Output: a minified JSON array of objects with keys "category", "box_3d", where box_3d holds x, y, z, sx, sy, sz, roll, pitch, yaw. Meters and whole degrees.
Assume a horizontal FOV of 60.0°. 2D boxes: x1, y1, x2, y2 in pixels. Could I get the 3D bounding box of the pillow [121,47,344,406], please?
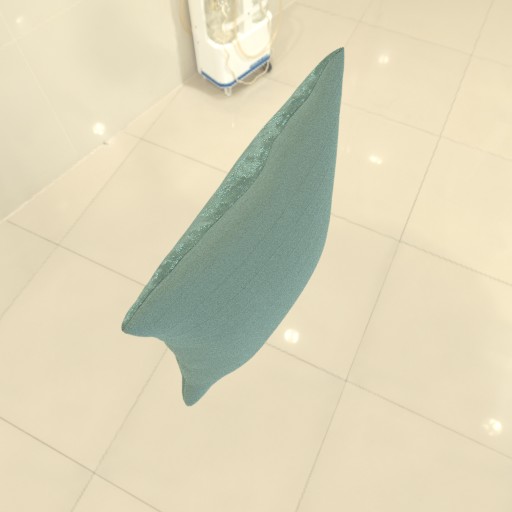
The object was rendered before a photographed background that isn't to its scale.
[{"category":"pillow","box_3d":[0.000,0.000,0.714,0.175,0.464,0.470,30,67,14]}]
